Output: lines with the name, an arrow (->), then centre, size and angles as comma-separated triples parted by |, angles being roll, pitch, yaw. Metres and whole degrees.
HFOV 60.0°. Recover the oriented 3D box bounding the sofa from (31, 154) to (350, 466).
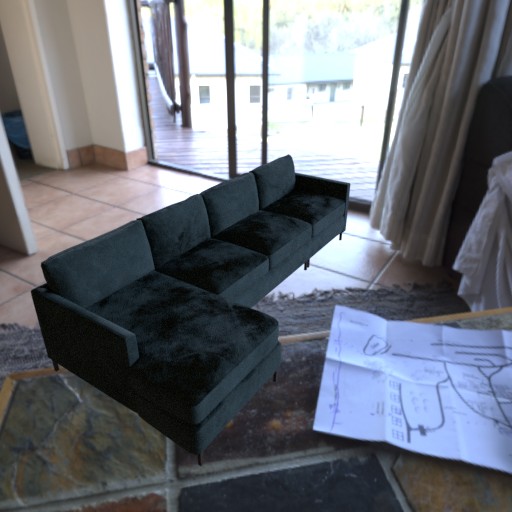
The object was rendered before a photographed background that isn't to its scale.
sofa -> 0.000, 0.000, 3.978 | 1.500, 0.967, 3.400 | 18, 33, 30
